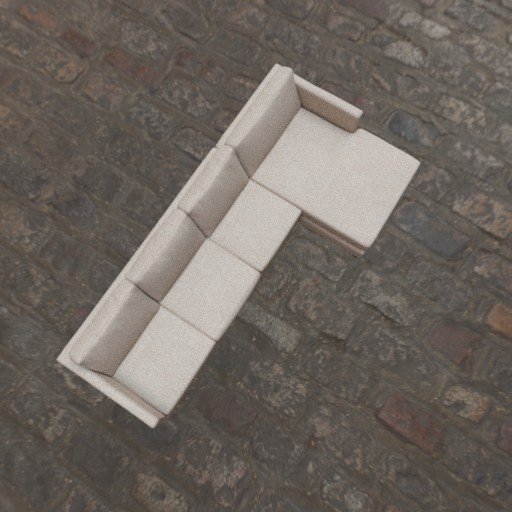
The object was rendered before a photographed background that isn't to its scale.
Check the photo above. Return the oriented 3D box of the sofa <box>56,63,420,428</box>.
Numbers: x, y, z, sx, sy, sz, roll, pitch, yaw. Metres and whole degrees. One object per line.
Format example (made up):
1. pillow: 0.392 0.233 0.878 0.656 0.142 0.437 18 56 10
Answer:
1. sofa: 0.000 0.000 3.864 1.625 0.846 3.186 32 78 8
